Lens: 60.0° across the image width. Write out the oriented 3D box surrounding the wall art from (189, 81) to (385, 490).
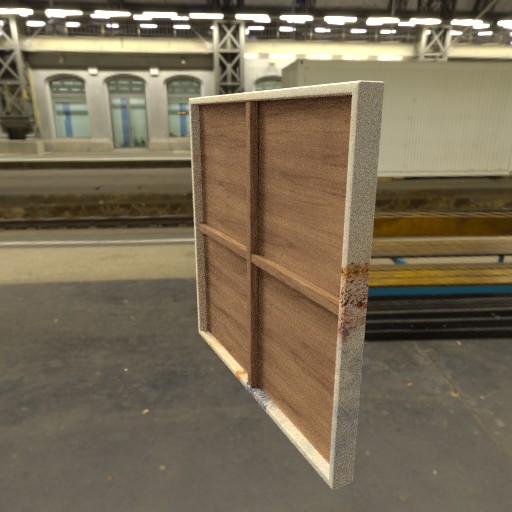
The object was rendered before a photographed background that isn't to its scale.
[{"bbox_3d":[0.000,0.000,1.533,0.071,1.061,1.061,-9,19,-26],"label":"wall art"}]
